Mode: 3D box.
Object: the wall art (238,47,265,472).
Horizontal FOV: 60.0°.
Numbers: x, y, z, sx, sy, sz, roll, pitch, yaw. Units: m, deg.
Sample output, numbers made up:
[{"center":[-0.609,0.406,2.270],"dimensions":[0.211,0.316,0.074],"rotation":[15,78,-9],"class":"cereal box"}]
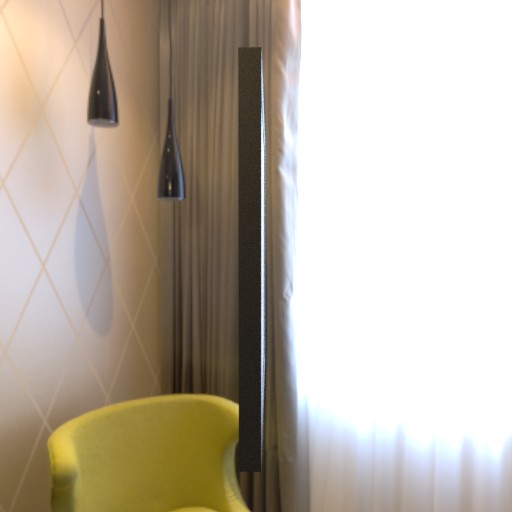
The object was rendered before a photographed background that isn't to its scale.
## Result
[{"center":[0.000,0.000,1.183],"dimensions":[0.042,0.766,0.769],"rotation":[0,2,2],"class":"wall art"}]
